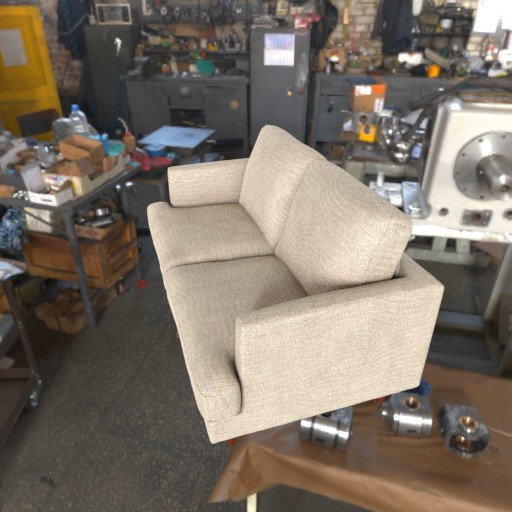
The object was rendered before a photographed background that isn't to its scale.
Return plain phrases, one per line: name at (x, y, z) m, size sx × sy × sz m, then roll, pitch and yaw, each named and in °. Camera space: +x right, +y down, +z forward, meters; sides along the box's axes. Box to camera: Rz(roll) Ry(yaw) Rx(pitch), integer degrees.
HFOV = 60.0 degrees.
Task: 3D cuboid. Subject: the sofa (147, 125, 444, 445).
sofa at (0.000, 0.000, 2.170) m, size 0.903 × 0.944 × 1.582 m, roll -10°, pitch 32°, yaw -16°
